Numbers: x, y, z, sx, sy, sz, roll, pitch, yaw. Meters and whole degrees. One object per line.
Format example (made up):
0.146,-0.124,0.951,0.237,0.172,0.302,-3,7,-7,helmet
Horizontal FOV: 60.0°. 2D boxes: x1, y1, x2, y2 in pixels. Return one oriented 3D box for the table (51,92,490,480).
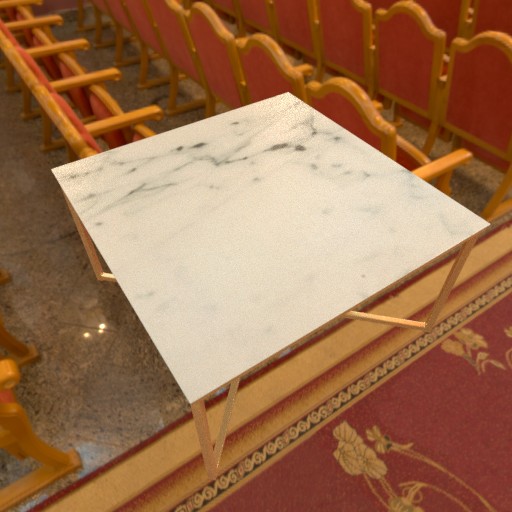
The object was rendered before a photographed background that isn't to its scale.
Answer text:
0.000,0.000,1.286,0.800,0.450,0.800,-26,52,-23,table
